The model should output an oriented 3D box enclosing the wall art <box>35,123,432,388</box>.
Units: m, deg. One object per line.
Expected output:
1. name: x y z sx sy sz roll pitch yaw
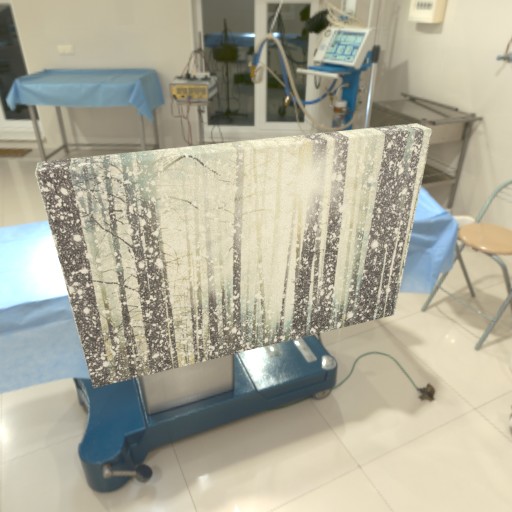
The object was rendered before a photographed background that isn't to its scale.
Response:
1. wall art: 0.000 0.000 0.776 0.618 0.398 0.042 -10 33 -16
